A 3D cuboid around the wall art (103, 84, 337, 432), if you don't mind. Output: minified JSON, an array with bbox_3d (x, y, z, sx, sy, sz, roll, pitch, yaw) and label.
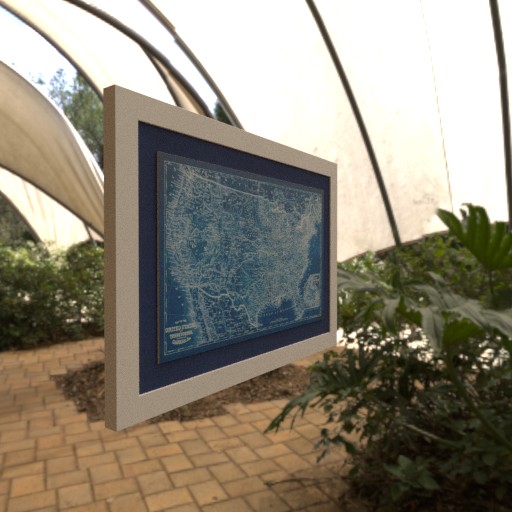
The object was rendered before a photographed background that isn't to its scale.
[{"bbox_3d":[0.000,0.000,1.693,0.051,0.902,1.308,1,1,36],"label":"wall art"}]
